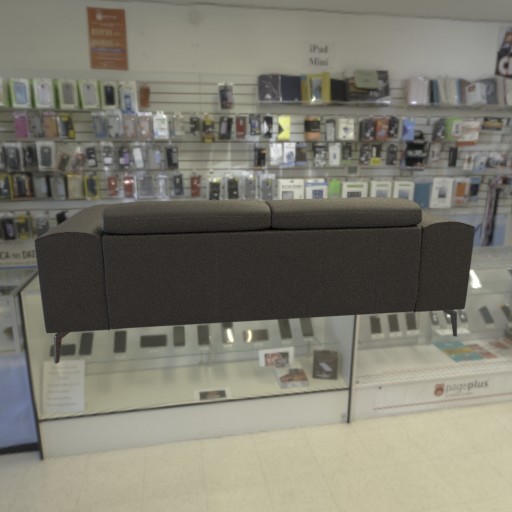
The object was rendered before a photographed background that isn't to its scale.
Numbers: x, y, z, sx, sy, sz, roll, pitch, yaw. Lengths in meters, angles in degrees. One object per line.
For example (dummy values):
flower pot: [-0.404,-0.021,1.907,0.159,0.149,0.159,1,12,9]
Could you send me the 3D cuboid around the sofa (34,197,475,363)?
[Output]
sofa: [0.000,0.000,2.825,2.330,0.814,1.048,-2,14,-8]
